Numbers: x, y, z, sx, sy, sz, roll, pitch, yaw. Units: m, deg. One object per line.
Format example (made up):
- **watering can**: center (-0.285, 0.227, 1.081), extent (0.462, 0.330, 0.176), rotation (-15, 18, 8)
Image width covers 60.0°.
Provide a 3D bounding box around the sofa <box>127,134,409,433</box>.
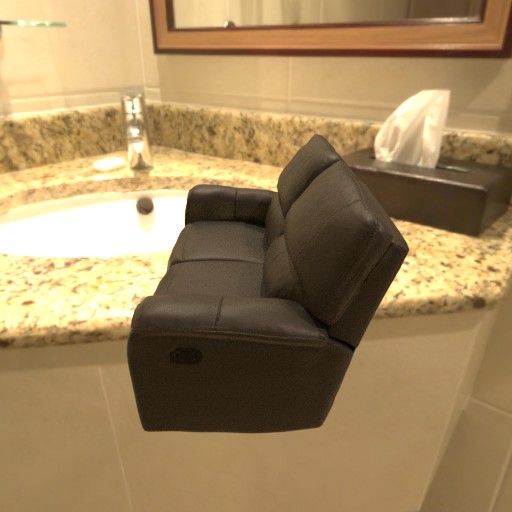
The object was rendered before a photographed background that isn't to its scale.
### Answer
- **sofa**: center (0.000, 0.000, 2.476), extent (1.104, 1.111, 1.765), rotation (0, 26, 0)
